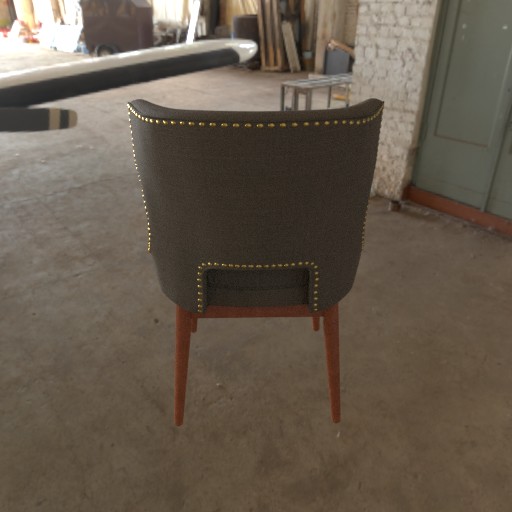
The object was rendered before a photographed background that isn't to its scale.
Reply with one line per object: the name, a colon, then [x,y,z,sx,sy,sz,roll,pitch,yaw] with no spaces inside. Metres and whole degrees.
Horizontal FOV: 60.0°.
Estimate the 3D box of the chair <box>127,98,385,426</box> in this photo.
chair: [0.000,0.000,1.208,0.595,0.863,0.581,-1,29,-1]
